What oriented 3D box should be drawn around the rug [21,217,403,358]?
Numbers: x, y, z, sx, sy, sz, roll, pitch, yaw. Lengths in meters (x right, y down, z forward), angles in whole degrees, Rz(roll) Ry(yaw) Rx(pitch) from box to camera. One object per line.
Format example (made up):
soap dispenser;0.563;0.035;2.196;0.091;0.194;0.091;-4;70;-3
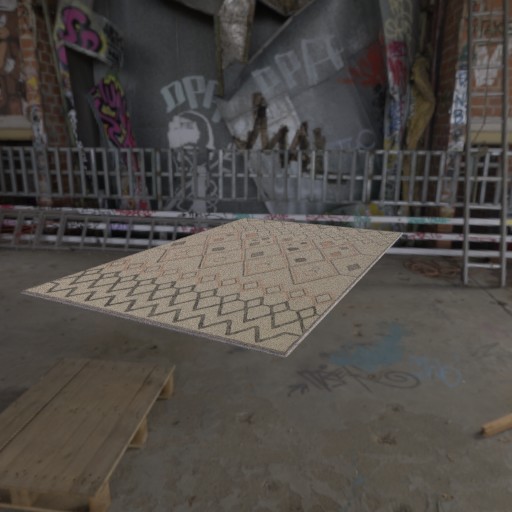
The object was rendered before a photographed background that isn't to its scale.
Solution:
rug;0.000;0.000;3.030;1.524;0.015;2.438;8;17;27
